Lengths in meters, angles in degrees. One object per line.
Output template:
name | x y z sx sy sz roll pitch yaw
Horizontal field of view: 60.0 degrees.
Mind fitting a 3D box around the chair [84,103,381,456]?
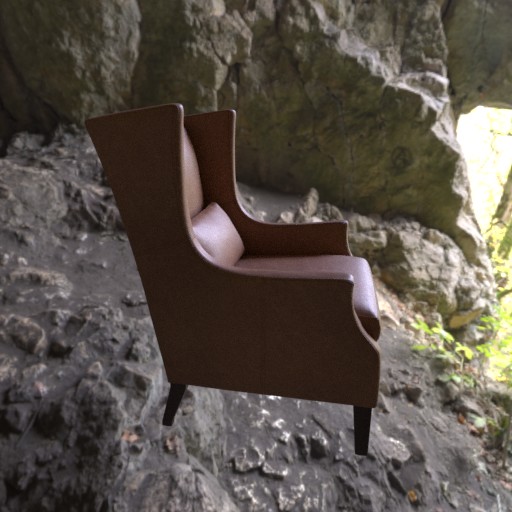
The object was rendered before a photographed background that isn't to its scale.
chair | 0.000 0.000 1.702 0.913 1.088 0.815 3 17 10
